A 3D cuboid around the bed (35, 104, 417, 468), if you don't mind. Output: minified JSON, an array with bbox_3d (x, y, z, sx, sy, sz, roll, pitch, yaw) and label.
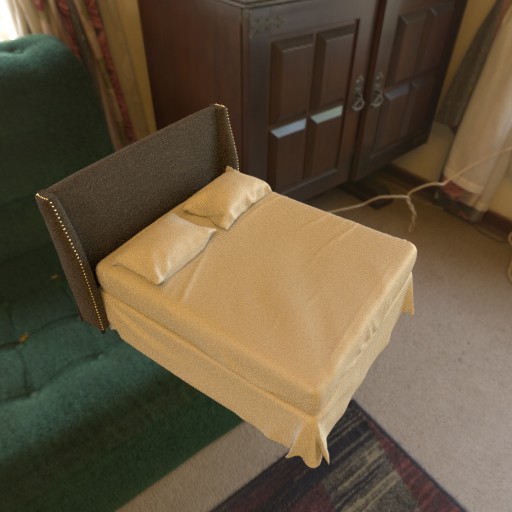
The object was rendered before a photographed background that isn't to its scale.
[{"bbox_3d":[0.000,0.000,3.433,2.276,1.332,1.925,24,46,26],"label":"bed"}]
